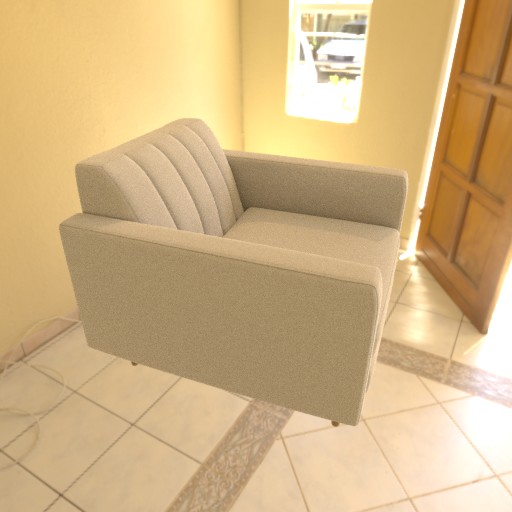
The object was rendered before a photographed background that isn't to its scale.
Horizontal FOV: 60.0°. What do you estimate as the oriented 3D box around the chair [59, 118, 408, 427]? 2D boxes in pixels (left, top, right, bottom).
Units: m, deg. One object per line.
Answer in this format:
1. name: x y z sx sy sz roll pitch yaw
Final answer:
1. chair: 0.000 0.000 1.669 0.998 0.819 0.953 11 32 18
